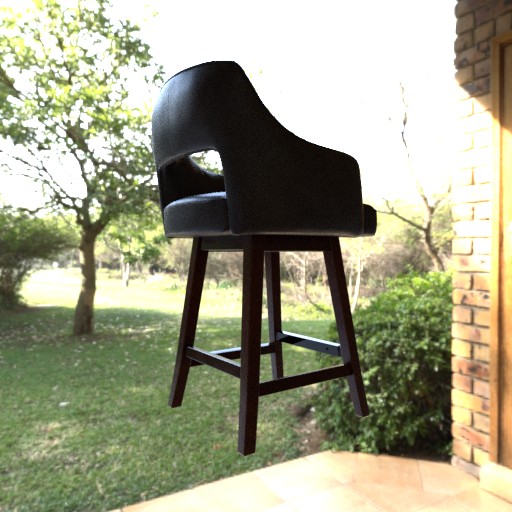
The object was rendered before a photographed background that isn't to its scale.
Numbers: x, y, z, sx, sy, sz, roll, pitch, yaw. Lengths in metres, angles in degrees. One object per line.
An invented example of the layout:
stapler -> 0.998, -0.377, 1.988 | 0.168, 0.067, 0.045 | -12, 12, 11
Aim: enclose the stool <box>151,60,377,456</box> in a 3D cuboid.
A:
stool -> 0.000, 0.000, 1.307 | 0.560, 0.936, 0.550 | 0, 1, -36
